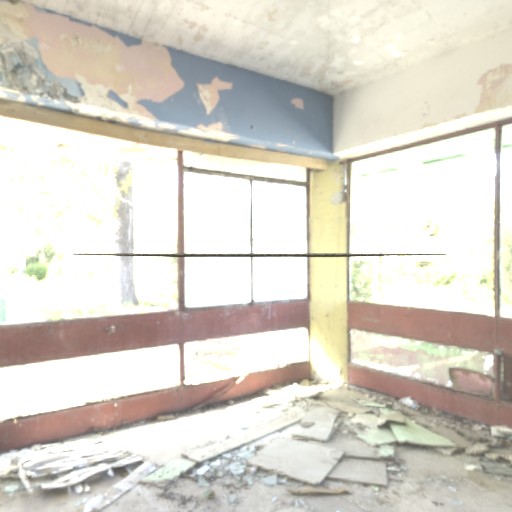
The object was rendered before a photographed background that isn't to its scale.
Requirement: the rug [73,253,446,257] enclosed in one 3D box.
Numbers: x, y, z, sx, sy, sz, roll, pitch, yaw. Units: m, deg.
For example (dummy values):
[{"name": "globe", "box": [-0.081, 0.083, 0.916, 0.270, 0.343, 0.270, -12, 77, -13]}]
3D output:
[{"name": "rug", "box": [0.000, 0.000, 3.028, 1.526, 0.008, 2.441, 0, 0, -1]}]
